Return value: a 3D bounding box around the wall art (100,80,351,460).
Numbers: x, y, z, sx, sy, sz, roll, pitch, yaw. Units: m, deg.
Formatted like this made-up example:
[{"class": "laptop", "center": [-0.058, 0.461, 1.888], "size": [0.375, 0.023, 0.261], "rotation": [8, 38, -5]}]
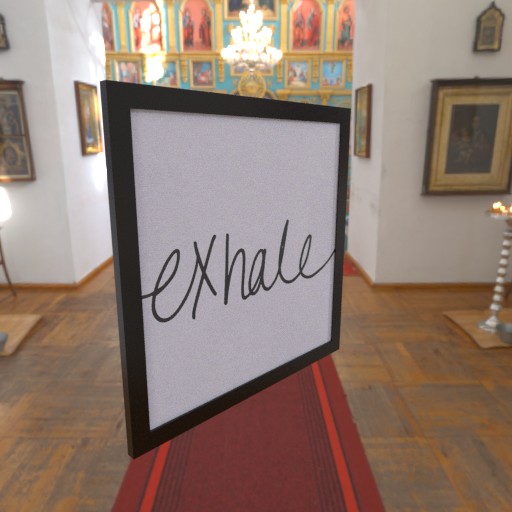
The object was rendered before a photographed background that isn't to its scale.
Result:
[{"class": "wall art", "center": [0.000, 0.000, 0.658], "size": [0.014, 0.445, 0.446], "rotation": [13, 19, 43]}]
